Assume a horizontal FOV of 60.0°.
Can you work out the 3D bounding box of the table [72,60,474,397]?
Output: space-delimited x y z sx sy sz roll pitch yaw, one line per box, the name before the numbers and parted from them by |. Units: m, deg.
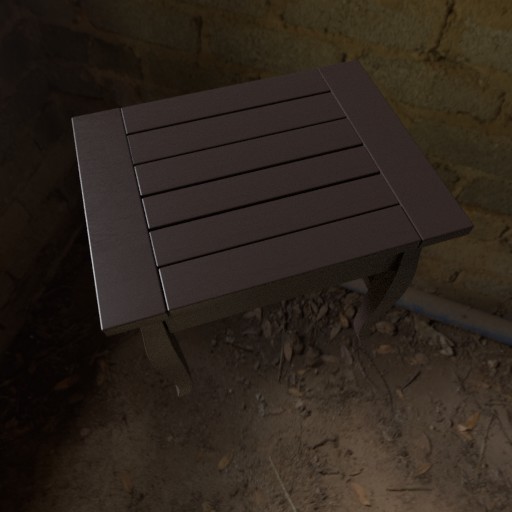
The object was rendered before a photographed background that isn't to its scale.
table | 0.000 0.000 1.044 0.602 0.605 0.460 -15 60 -9
